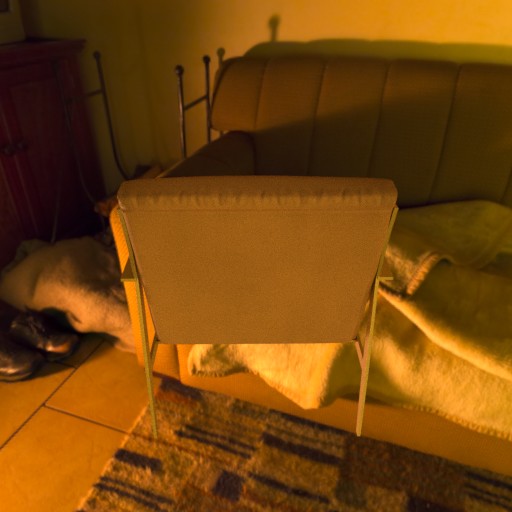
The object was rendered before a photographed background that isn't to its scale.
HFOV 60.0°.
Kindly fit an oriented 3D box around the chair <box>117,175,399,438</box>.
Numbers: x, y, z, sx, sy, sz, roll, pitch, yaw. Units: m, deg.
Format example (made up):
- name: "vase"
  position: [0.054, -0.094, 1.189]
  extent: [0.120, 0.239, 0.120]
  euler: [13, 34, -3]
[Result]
- name: "chair"
  position: [0.000, 0.000, 1.488]
  extent: [0.701, 0.823, 0.848]
  euler: [0, 31, -1]
